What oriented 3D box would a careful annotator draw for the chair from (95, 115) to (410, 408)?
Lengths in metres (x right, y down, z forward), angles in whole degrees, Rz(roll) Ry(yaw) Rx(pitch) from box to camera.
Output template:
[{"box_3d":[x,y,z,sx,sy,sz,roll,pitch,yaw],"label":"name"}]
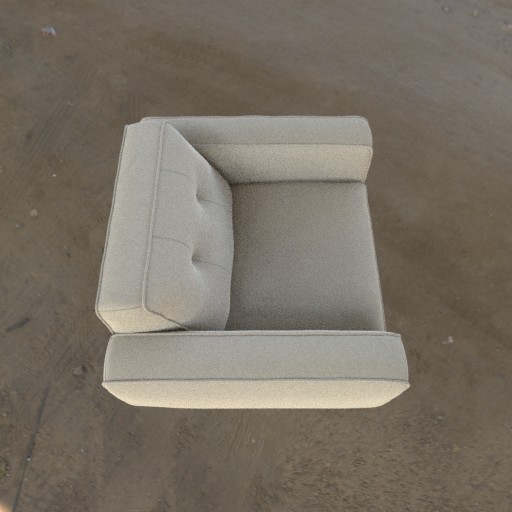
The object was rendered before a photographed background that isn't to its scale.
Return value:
[{"box_3d":[0.000,0.000,1.728,0.953,0.779,1.115,0,63,0],"label":"chair"}]
